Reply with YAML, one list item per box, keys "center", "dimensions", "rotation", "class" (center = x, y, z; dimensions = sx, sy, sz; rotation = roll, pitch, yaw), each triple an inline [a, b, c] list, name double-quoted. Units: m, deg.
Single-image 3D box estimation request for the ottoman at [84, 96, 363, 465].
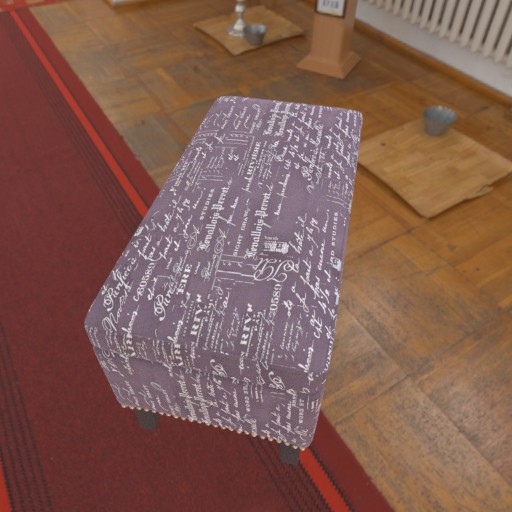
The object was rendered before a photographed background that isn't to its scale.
- center: [0.000, 0.000, 1.087]
  dimensions: [0.406, 0.457, 0.813]
  rotation: [10, 48, 9]
  class: "ottoman"
